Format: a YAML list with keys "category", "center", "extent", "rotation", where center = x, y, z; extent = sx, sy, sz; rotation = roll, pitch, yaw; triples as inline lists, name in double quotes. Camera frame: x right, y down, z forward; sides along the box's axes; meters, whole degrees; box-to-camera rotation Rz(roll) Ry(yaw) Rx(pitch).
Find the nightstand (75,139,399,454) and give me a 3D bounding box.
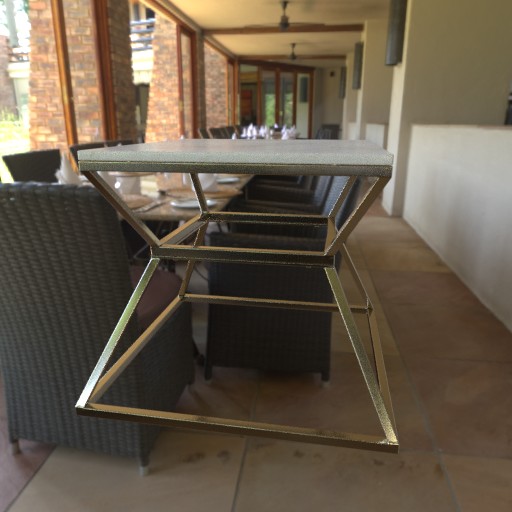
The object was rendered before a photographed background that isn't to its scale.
- category: "nightstand"
  center: [0.000, 0.000, 0.871]
  extent: [0.514, 0.426, 0.513]
  rotation: [3, 17, 10]
